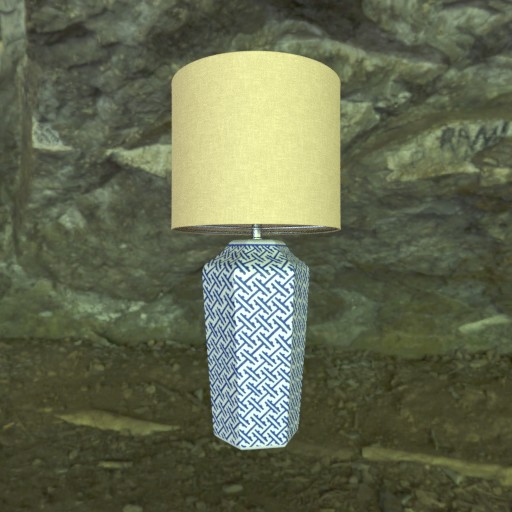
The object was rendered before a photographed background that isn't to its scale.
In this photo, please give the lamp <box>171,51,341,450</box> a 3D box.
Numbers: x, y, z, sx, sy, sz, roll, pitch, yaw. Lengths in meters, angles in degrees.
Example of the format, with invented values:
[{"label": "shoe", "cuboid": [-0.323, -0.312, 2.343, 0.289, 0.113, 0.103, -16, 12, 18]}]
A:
[{"label": "lamp", "cuboid": [0.000, 0.000, 0.852, 0.320, 0.682, 0.320, 0, 0, -34]}]
